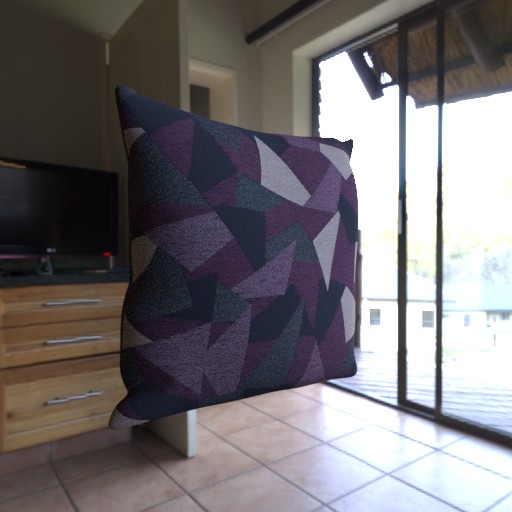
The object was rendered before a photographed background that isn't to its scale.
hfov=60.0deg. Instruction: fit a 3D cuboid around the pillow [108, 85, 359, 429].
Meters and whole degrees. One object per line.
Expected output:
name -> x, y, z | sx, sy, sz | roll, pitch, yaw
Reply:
pillow -> 0.000, 0.000, 0.767 | 0.503, 0.496, 0.208 | 0, 0, -35
